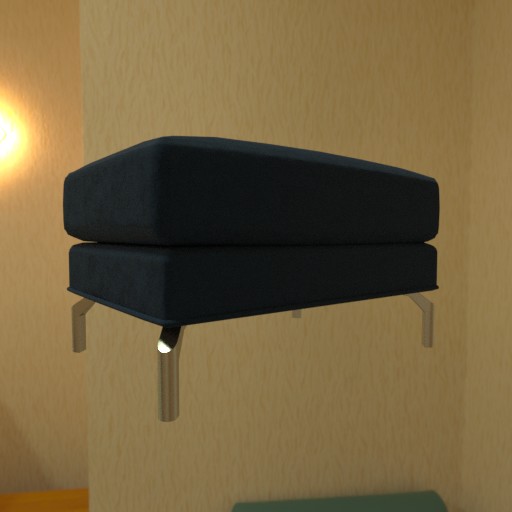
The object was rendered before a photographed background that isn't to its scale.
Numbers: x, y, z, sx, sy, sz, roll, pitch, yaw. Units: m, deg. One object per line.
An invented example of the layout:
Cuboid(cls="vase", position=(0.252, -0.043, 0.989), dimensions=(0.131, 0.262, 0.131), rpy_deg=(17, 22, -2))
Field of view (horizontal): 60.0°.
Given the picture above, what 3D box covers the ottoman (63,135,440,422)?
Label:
Cuboid(cls="ottoman", position=(0.000, 0.000, 1.178), dimensions=(0.835, 0.498, 0.587), rpy_deg=(-2, 4, -37))
